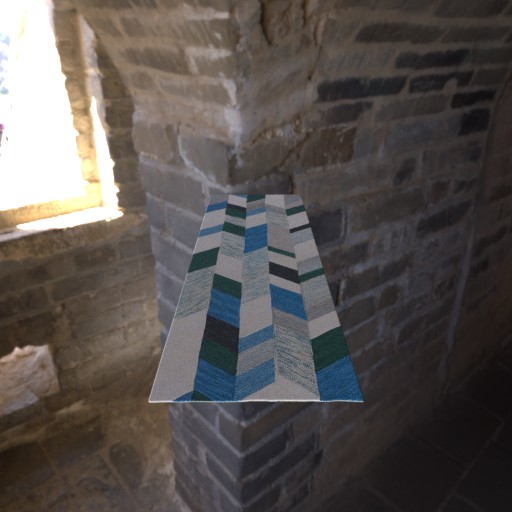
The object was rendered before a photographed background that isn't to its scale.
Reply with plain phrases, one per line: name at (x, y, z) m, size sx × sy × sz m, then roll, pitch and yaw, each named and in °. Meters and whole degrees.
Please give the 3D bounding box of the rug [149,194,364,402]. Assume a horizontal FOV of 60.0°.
rug at (0.000, 0.000, 2.684) m, size 0.774 × 0.008 × 2.437 m, roll 0°, pitch 25°, yaw 0°
